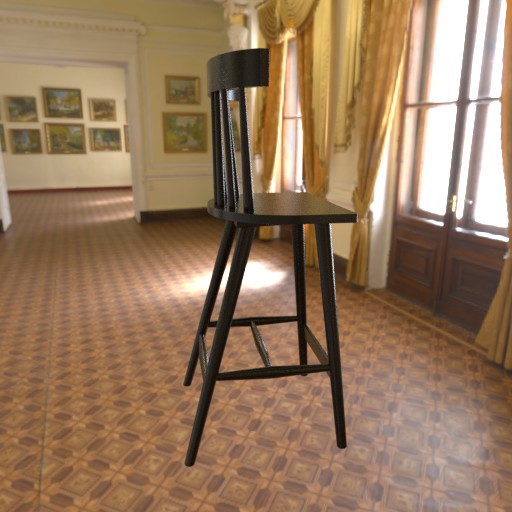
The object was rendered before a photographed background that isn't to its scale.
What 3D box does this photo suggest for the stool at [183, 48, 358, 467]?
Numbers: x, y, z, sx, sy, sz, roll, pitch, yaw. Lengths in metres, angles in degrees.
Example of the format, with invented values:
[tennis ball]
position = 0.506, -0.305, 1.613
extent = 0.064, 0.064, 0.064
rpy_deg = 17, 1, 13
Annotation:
[stool]
position = 0.000, 0.000, 1.359
extent = 0.483, 1.092, 0.482
rpy_deg = -2, 15, -9
